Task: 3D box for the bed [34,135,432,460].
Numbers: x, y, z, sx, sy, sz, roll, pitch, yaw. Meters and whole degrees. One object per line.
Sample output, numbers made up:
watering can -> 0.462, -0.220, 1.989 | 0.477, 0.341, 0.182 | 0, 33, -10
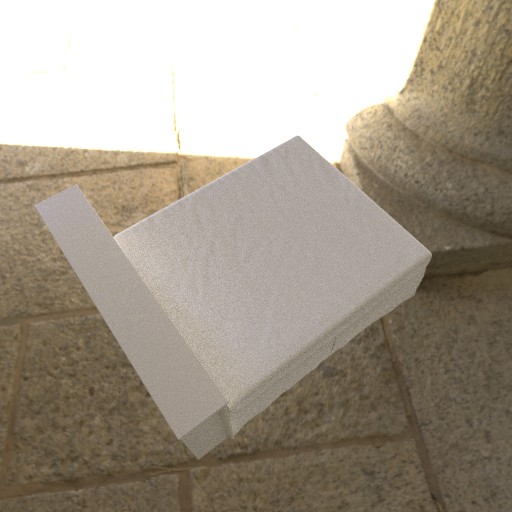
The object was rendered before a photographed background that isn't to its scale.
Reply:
bed -> 0.000, 0.000, 3.156 | 2.133, 1.092, 1.671 | -33, 64, -18
